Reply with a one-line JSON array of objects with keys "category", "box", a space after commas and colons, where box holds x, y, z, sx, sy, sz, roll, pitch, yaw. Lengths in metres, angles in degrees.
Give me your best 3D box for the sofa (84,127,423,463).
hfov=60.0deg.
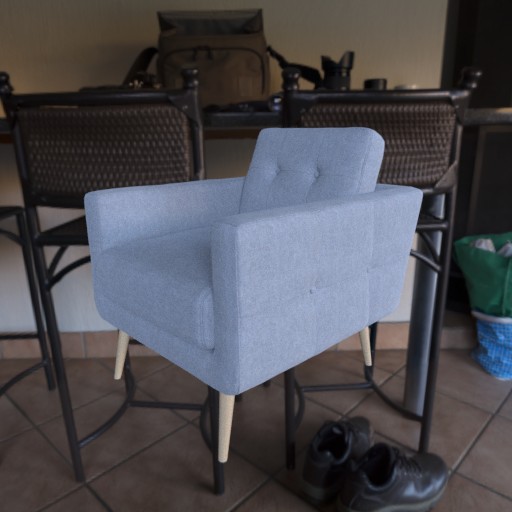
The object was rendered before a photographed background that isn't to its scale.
[{"category": "sofa", "box": [0.000, 0.000, 1.538, 0.920, 0.860, 0.770, -15, 21, -43]}]
